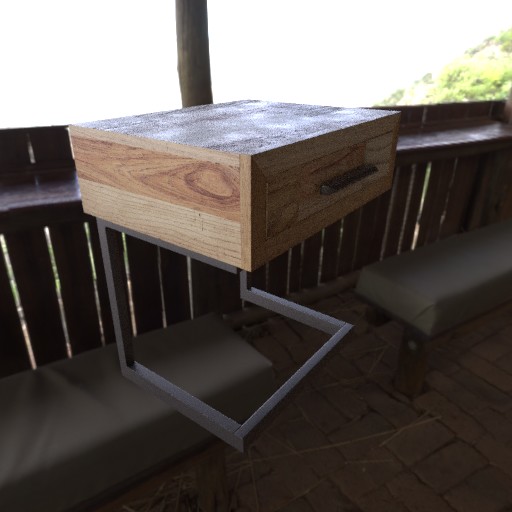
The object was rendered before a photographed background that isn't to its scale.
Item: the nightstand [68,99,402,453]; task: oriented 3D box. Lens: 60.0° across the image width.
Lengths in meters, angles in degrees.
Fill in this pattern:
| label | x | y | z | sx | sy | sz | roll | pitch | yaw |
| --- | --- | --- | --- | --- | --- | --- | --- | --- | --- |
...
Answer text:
| label | x | y | z | sx | sy | sz | roll | pitch | yaw |
| --- | --- | --- | --- | --- | --- | --- | --- | --- | --- |
| nightstand | 0.000 | 0.000 | 1.051 | 0.481 | 0.632 | 0.558 | 18 | 31 | 33 |
